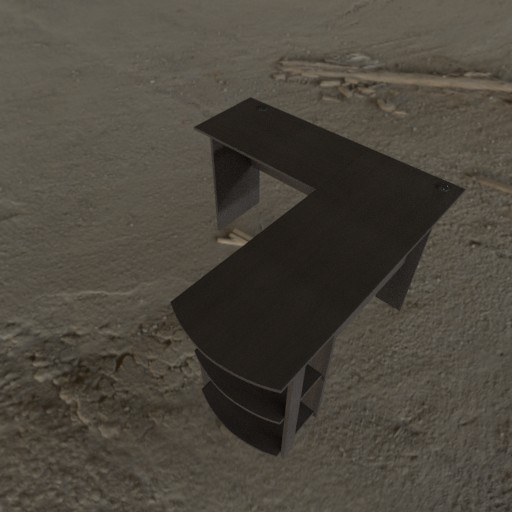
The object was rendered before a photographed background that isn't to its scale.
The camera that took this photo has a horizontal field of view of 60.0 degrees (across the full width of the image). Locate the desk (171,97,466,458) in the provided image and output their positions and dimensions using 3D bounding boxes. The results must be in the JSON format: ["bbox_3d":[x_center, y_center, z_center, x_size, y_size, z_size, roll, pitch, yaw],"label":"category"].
[{"bbox_3d":[0.000,0.000,2.188,1.303,0.716,1.361,33,54,27],"label":"desk"}]
